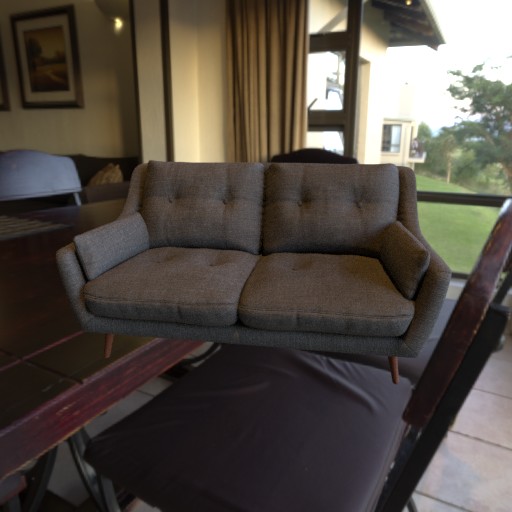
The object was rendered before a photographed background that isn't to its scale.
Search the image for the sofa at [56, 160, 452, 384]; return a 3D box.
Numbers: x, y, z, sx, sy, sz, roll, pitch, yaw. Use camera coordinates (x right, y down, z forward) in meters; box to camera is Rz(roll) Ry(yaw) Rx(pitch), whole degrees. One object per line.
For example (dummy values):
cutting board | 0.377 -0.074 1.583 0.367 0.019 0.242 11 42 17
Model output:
sofa | 0.000 0.000 2.218 1.646 0.887 0.976 3 16 9
